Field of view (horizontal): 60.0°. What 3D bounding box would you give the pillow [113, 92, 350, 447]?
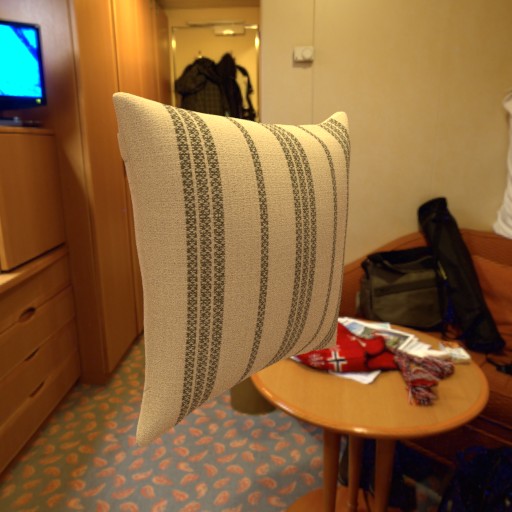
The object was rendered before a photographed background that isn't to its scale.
[{"bbox_3d":[0.000,0.000,0.623,0.173,0.406,0.405,13,19,43],"label":"pillow"}]
